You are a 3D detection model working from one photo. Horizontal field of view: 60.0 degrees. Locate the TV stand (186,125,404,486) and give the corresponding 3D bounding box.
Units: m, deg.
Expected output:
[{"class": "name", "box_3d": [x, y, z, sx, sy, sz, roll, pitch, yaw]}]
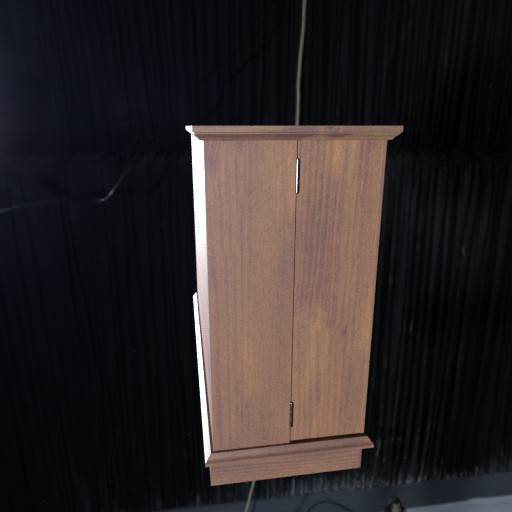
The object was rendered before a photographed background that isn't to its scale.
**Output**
[{"class": "TV stand", "box_3d": [0.000, 0.000, 1.446, 0.406, 0.813, 1.067, -3, 16, -9]}]
